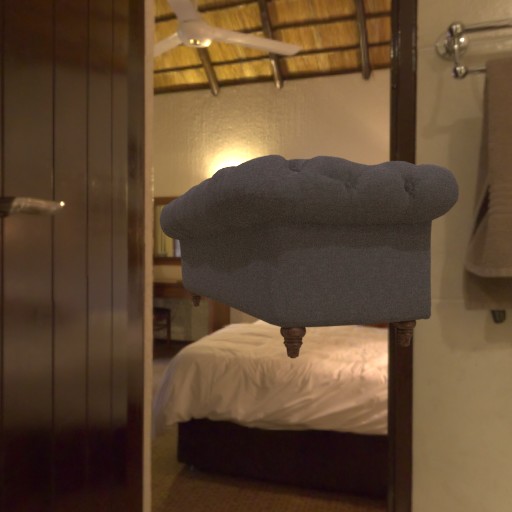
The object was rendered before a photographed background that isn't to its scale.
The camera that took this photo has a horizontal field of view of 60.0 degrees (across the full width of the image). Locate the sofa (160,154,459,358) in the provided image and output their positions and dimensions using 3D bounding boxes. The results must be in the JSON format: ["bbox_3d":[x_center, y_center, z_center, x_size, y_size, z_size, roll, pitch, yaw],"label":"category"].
[{"bbox_3d":[0.000,0.000,2.796,1.046,0.836,2.335,0,0,-20],"label":"sofa"}]
